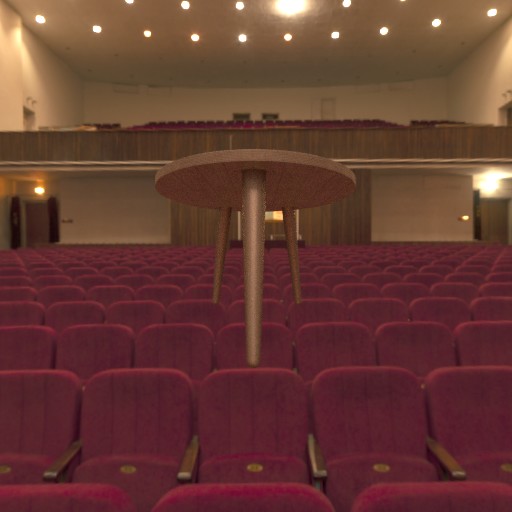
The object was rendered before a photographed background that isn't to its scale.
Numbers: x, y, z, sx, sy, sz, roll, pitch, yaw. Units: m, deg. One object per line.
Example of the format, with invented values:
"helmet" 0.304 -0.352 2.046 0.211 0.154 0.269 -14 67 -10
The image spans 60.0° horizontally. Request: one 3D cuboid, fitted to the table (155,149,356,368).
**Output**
"table" 0.000 0.000 1.316 0.542 0.390 1.083 0 1 1
